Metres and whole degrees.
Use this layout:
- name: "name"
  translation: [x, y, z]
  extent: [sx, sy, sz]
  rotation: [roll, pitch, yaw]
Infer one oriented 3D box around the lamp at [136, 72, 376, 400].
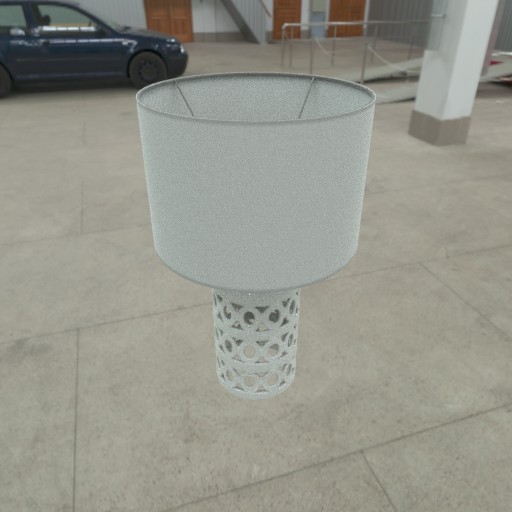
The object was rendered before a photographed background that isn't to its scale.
- name: "lamp"
  translation: [0.000, 0.000, 0.708]
  extent: [0.310, 0.502, 0.310]
  rotation: [0, 31, 0]
